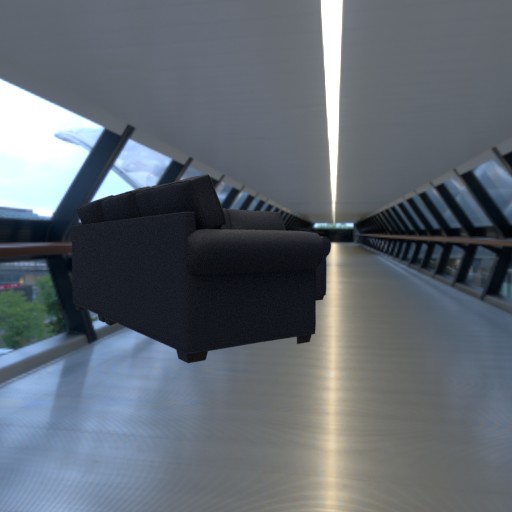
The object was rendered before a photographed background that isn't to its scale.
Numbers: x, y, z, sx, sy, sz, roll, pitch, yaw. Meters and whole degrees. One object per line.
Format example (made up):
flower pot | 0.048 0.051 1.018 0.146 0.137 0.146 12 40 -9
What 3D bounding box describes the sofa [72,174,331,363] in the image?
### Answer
sofa | 0.000 0.000 3.981 2.562 1.042 2.487 -1 2 -36
